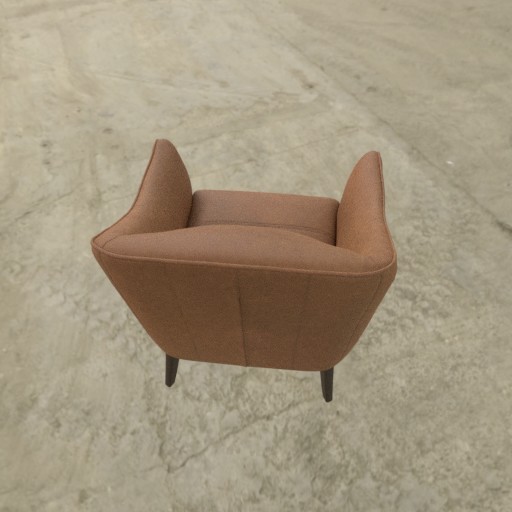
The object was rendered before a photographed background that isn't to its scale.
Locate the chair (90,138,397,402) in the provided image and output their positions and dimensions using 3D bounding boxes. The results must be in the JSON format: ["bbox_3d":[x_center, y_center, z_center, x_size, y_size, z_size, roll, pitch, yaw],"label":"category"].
[{"bbox_3d":[0.000,0.000,1.551,0.871,0.830,0.852,4,47,4],"label":"chair"}]
